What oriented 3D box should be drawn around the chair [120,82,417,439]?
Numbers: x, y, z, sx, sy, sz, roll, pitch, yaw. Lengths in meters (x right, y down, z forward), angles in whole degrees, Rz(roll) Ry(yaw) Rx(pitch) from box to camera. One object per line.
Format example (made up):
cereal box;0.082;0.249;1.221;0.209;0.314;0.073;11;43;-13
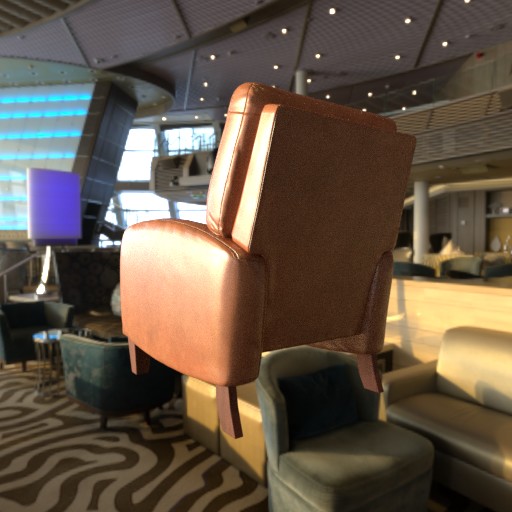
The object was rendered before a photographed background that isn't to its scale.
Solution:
chair;0.000;0.000;1.691;0.762;0.990;0.990;-1;3;-36
